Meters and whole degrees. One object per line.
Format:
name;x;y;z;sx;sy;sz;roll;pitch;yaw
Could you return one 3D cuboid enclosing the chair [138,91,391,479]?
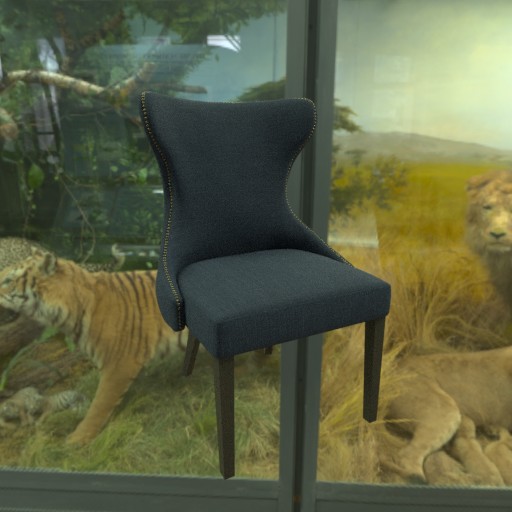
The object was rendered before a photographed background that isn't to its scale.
chair;0.000;0.000;1.373;0.628;0.967;0.635;-8;18;-27
